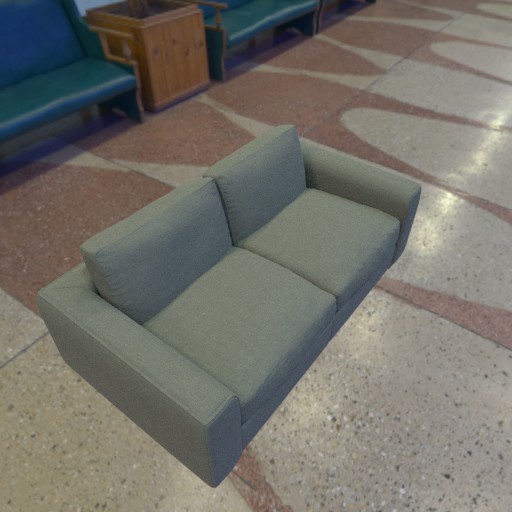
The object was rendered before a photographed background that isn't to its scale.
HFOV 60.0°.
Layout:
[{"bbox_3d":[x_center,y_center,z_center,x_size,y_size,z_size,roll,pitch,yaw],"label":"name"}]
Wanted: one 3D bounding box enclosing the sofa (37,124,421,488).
[{"bbox_3d":[0.000,0.000,2.386,1.069,0.800,1.920,27,49,27],"label":"sofa"}]
